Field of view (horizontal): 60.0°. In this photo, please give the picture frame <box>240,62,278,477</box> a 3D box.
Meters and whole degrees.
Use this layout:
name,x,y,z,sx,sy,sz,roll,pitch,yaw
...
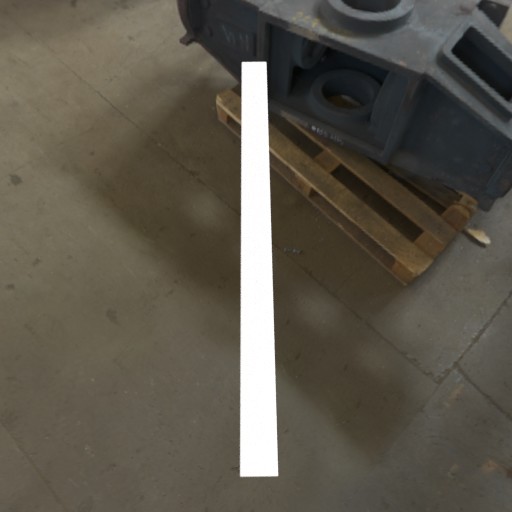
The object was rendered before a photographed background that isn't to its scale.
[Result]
name,x,y,z,sx,sy,sz,roll,pitch,yaw
picture frame,0.000,0.000,0.859,0.050,0.250,0.759,-1,65,0
